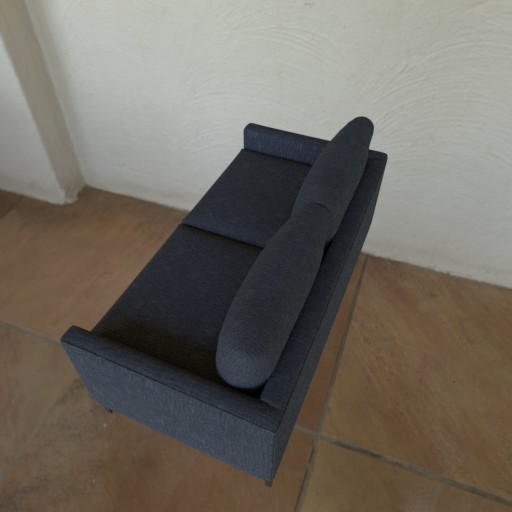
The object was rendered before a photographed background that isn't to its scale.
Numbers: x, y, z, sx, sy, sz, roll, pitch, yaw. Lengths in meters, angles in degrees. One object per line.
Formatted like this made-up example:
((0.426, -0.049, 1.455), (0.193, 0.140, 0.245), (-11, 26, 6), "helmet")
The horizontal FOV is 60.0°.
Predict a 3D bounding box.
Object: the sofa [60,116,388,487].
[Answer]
((0.000, 0.000, 2.156), (0.866, 0.862, 1.716), (17, 48, 16), "sofa")
